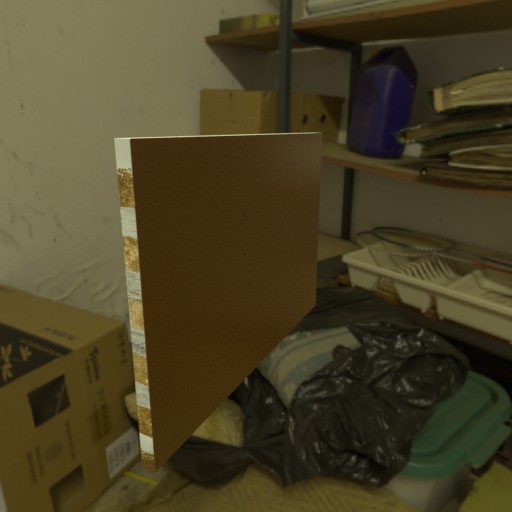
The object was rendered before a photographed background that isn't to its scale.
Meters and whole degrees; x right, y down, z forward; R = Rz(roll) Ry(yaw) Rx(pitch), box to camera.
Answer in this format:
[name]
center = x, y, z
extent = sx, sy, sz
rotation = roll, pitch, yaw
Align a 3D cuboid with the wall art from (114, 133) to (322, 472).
[wall art]
center = 0.000, 0.000, 1.441
extent = 0.041, 0.762, 1.145
rotation = 8, 18, 25
